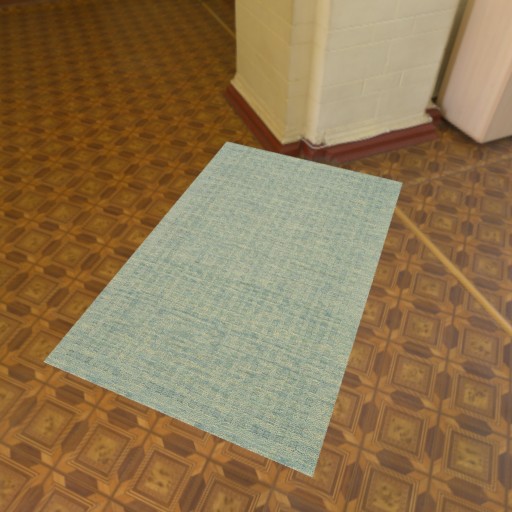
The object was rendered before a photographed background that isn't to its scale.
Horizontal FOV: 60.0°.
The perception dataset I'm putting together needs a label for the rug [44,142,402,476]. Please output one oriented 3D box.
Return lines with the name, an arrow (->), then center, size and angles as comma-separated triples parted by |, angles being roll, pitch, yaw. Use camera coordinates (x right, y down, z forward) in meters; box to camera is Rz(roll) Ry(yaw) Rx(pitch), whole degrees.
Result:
rug -> 0.000, 0.000, 2.208 | 1.142, 0.006, 1.752 | 17, 49, 15
